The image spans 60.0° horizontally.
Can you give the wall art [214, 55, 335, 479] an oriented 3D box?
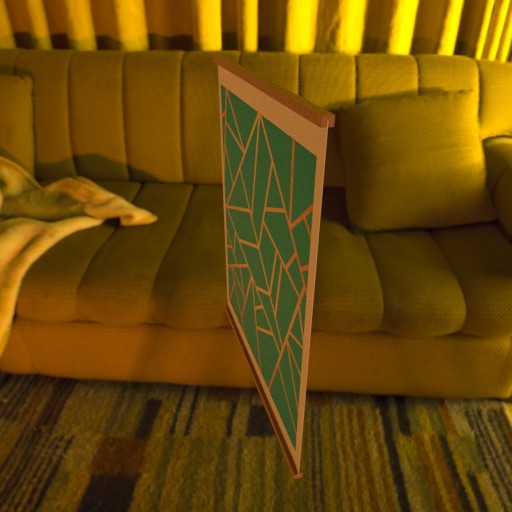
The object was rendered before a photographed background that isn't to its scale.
[{"bbox_3d":[0.000,0.000,0.667,0.012,0.508,0.405,-9,32,-15],"label":"wall art"}]
